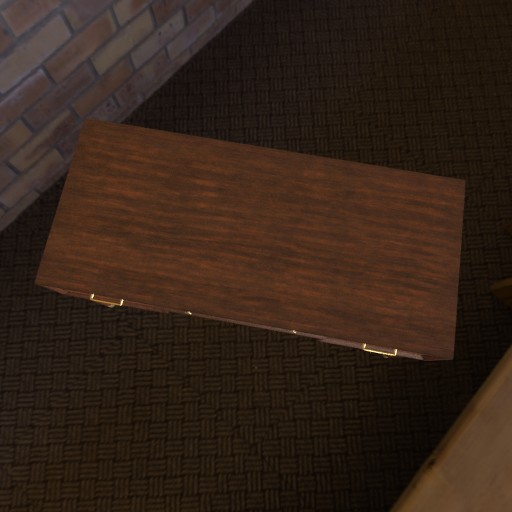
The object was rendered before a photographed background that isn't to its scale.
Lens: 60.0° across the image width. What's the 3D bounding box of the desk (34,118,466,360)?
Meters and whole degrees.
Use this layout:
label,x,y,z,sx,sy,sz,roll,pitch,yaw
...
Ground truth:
label,x,y,z,sx,sy,sz,roll,pitch,yaw
desk,0.000,0.000,2.090,1.575,0.762,0.724,10,76,2
